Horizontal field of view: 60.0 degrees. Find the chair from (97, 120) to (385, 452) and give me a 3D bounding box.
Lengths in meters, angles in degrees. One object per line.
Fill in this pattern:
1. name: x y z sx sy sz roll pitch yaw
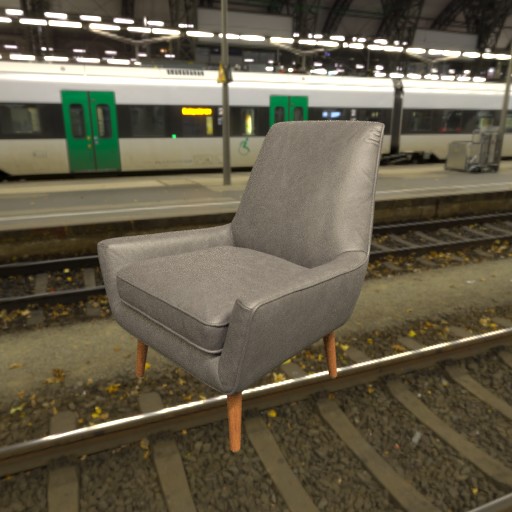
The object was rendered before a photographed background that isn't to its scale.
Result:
1. chair: 0.000 0.000 1.514 0.822 0.888 0.787 -15 22 -41
